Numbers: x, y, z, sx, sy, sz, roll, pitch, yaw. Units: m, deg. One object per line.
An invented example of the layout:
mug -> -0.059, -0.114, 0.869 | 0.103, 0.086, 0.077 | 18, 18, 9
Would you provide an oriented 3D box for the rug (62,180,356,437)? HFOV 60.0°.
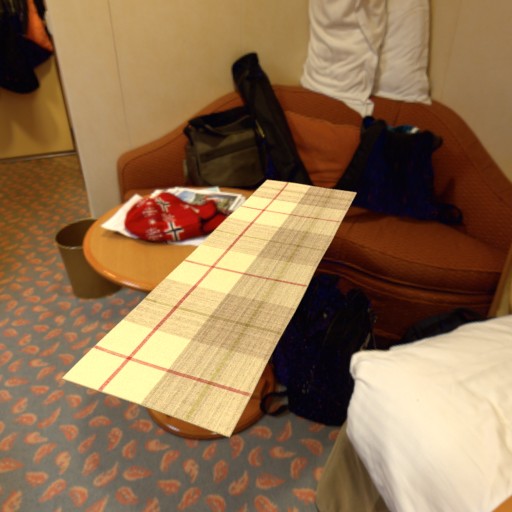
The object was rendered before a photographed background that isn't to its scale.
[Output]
rug -> 0.000, 0.000, 2.686 | 0.762, 0.013, 2.439 | 11, 32, 18
